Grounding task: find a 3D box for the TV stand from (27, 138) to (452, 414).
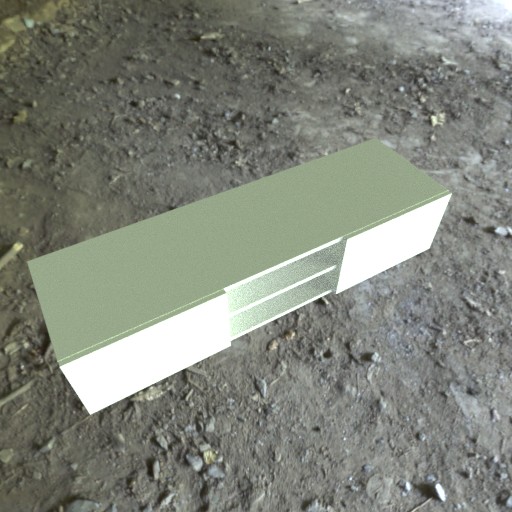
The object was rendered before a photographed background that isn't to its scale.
[{"bbox_3d":[0.000,0.000,1.603,1.400,0.310,0.420,-23,51,-20],"label":"TV stand"}]
